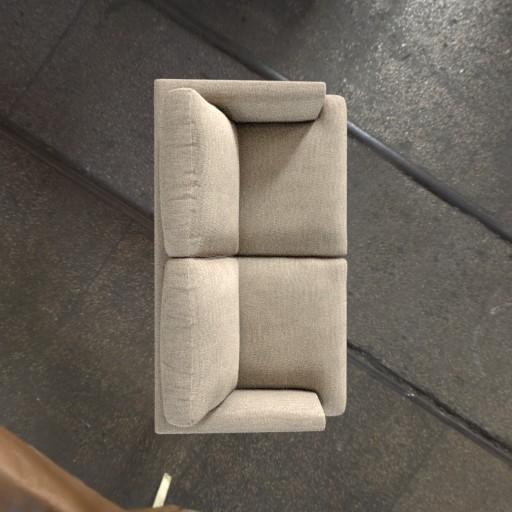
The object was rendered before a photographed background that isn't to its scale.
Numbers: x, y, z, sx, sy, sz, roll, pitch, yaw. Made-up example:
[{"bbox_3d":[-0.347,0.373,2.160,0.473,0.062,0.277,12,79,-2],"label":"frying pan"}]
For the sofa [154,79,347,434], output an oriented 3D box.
[{"bbox_3d":[0.000,0.000,2.157,0.903,0.944,1.582,0,91,-2],"label":"sofa"}]
